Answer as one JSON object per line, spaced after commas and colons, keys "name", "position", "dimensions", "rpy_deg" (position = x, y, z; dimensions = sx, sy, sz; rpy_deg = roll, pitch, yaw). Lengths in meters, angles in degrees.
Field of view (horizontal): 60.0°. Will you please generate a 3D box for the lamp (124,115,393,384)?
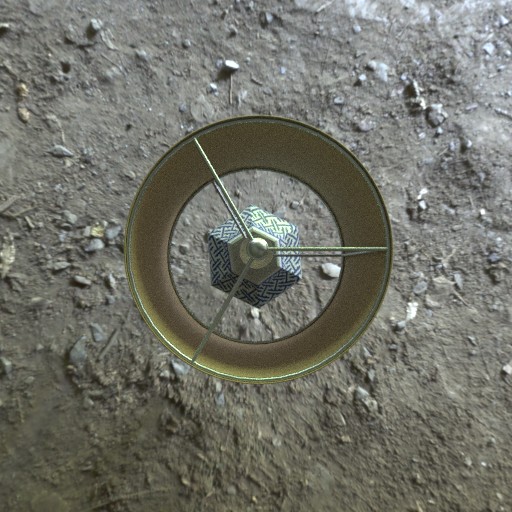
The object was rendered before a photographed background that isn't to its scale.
{"name": "lamp", "position": [0.000, 0.000, 0.845], "dimensions": [0.320, 0.682, 0.320], "rpy_deg": [0, 88, -1]}
